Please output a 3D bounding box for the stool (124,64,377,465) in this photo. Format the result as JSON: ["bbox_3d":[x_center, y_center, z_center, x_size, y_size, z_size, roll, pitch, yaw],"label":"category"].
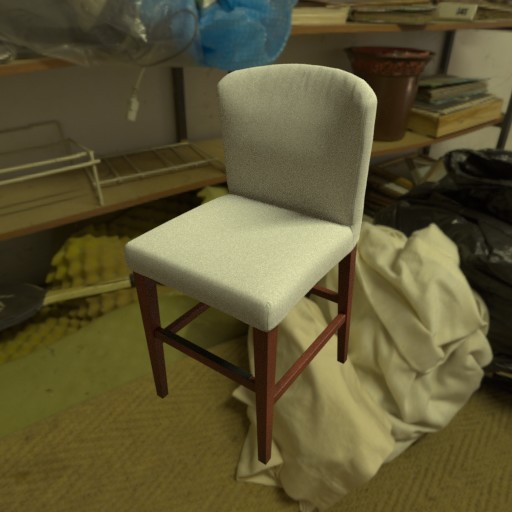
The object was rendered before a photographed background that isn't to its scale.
[{"bbox_3d":[0.000,0.000,1.282,0.479,0.968,0.568,20,36,30],"label":"stool"}]
